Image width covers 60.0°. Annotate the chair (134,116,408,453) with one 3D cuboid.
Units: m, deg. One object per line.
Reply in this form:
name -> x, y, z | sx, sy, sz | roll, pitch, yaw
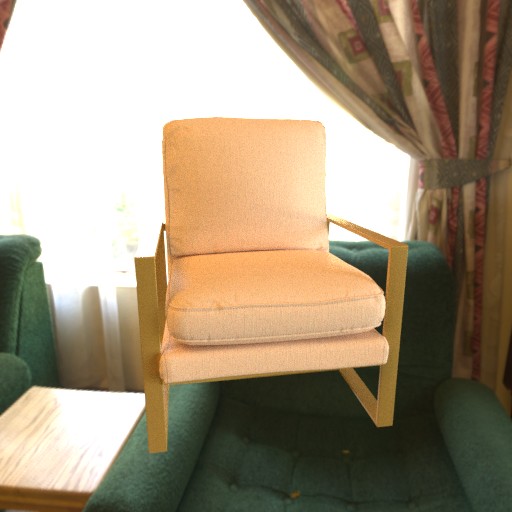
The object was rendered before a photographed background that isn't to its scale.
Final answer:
chair -> 0.000, 0.000, 1.568 | 0.758, 0.956, 0.813 | -3, 16, -9
